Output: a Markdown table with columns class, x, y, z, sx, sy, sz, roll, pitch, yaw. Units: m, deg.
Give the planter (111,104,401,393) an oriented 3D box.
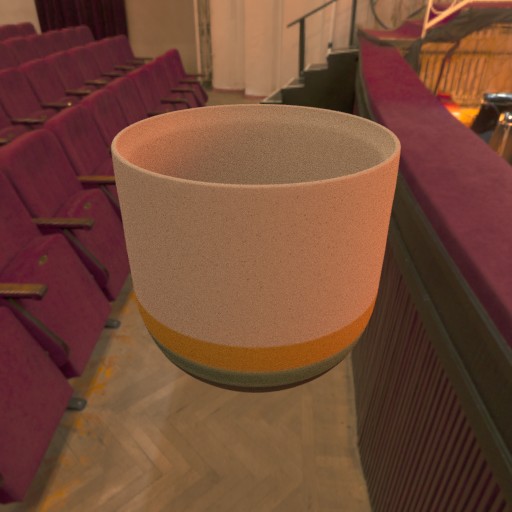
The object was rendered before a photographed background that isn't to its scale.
| class | x | y | z | sx | sy | sz | roll | pitch | yaw |
| --- | --- | --- | --- | --- | --- | --- | --- | --- | --- |
| planter | 0.000 | 0.000 | 0.490 | 0.268 | 0.270 | 0.268 | 0 | 31 | 0 |
